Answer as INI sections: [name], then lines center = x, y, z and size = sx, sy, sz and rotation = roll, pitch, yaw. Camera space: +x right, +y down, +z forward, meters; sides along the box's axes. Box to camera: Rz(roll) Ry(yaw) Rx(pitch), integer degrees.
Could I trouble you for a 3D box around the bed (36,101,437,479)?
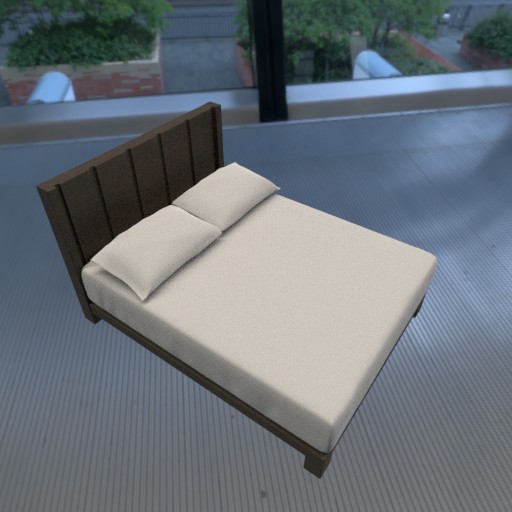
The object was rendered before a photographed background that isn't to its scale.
[bed]
center = 0.000, 0.000, 3.294
size = 2.242, 1.270, 1.727
rotation = 25, 47, 26
